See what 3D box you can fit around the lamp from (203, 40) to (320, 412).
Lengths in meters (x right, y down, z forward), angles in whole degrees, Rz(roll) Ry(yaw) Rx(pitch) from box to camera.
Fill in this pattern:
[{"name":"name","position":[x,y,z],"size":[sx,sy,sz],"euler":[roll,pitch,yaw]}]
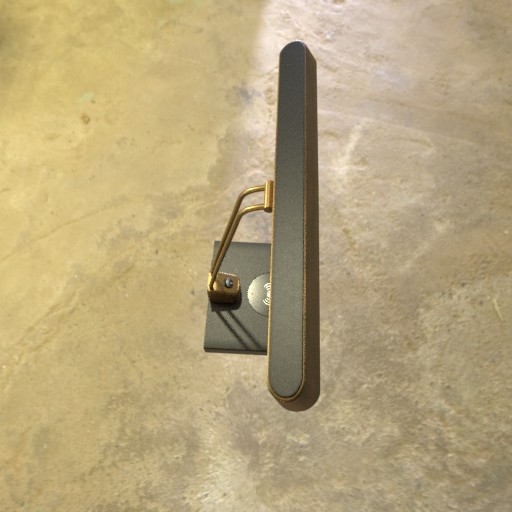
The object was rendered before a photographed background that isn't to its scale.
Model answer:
[{"name":"lamp","position":[0.000,0.000,0.582],"size":[0.156,0.345,0.412],"euler":[3,65,1]}]
